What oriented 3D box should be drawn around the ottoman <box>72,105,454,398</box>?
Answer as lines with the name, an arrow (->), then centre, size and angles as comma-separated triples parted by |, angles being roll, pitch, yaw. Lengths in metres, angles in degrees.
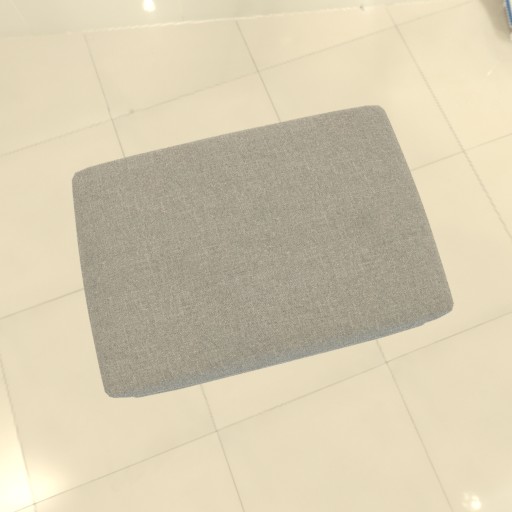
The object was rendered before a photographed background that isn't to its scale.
ottoman -> 0.000, 0.000, 1.206 | 0.838, 0.457, 0.584 | -13, 76, -3
